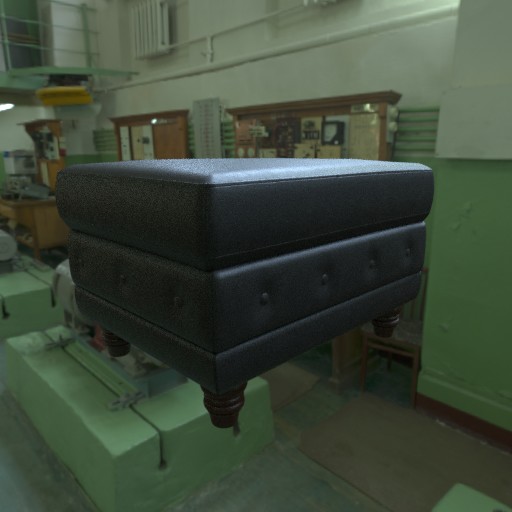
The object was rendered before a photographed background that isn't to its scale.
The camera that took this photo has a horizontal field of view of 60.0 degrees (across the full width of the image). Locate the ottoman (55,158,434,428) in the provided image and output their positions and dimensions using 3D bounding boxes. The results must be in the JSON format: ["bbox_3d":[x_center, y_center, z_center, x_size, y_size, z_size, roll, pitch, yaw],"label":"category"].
[{"bbox_3d":[0.000,0.000,1.165,0.795,0.498,0.590,-13,18,-43],"label":"ottoman"}]
